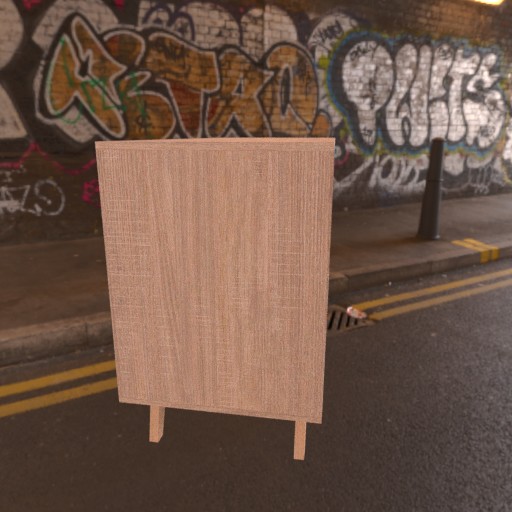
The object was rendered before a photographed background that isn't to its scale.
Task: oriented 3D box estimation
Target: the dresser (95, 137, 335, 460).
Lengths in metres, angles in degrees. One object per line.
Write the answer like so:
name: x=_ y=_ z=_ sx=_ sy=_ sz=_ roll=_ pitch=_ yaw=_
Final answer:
dresser: x=0.000 y=0.000 z=1.529 sx=0.500 sy=0.780 sz=1.110 roll=3 pitch=16 yaw=10
